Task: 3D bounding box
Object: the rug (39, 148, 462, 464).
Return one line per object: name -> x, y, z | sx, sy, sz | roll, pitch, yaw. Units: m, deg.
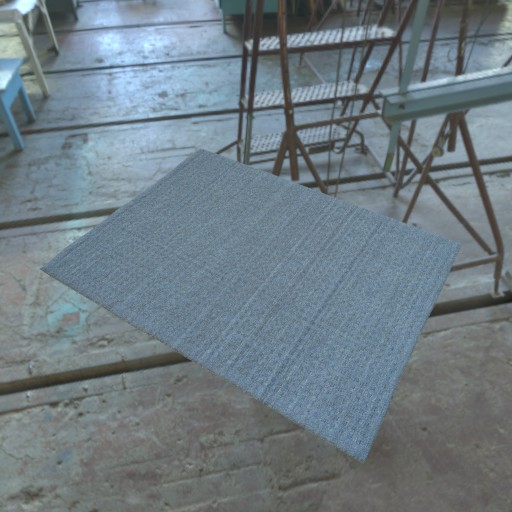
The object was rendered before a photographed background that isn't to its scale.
rug -> 0.000, 0.000, 4.181 | 3.200, 0.007, 2.443 | 24, 50, 22
